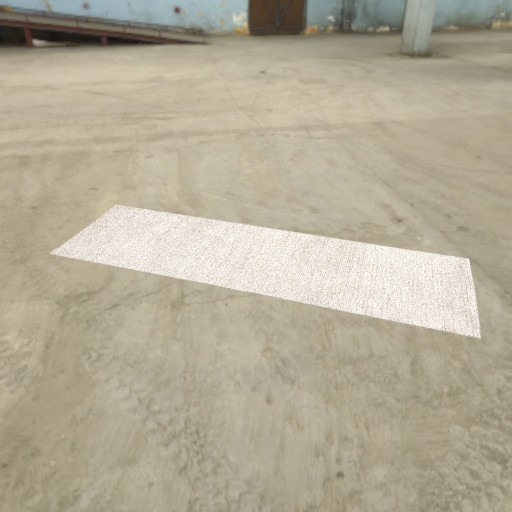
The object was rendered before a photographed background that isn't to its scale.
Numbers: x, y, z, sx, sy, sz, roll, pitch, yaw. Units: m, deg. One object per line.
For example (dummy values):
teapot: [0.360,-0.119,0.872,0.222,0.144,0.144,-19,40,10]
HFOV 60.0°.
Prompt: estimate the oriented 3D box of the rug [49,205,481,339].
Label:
rug: [0.000,0.000,2.563,2.346,0.013,0.712,10,33,16]
